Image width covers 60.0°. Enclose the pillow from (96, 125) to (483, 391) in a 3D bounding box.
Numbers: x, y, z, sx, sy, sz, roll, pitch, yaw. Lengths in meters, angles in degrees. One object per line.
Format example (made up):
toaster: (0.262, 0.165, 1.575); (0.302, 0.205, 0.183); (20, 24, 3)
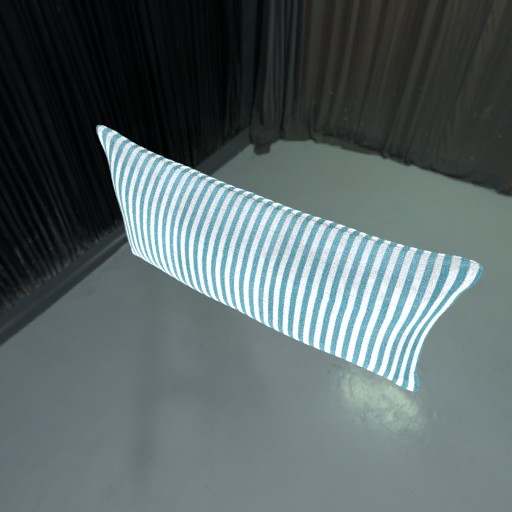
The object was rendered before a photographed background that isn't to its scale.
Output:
pillow: (0.000, 0.000, 0.725); (0.617, 0.295, 0.151); (24, 50, 21)
